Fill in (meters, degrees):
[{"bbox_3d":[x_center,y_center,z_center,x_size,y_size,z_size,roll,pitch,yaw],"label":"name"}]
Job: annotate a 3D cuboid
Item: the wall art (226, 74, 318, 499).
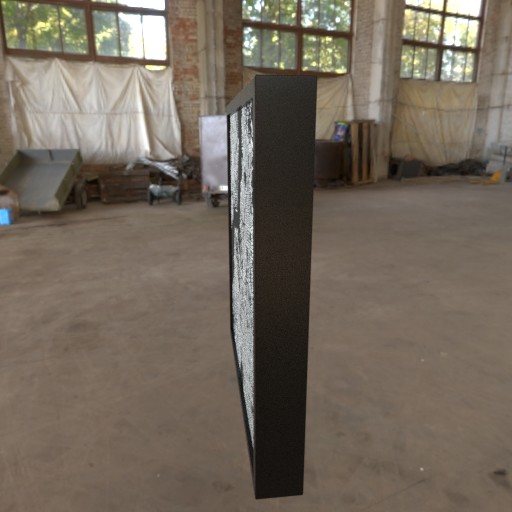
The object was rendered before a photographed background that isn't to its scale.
[{"bbox_3d":[0.000,0.000,0.440,0.037,0.299,0.299,-2,15,-7],"label":"wall art"}]
